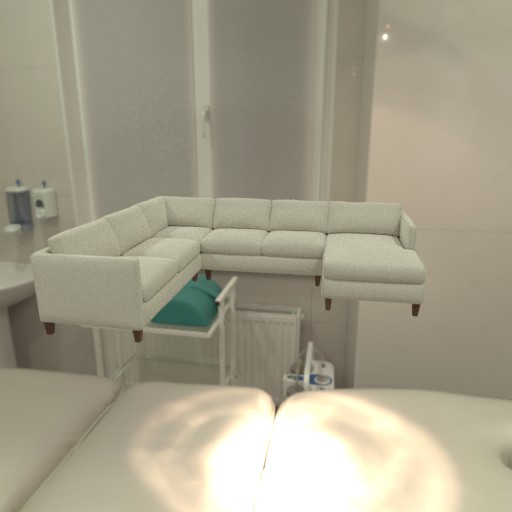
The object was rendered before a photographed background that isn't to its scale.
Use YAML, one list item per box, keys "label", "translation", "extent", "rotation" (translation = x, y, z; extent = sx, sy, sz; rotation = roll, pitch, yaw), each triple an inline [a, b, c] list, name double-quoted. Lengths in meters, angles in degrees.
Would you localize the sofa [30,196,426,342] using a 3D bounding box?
- label: "sofa"
  translation: [0.000, 0.000, 4.486]
  extent: [3.238, 0.853, 2.551]
  rotation: [3, 16, 10]
